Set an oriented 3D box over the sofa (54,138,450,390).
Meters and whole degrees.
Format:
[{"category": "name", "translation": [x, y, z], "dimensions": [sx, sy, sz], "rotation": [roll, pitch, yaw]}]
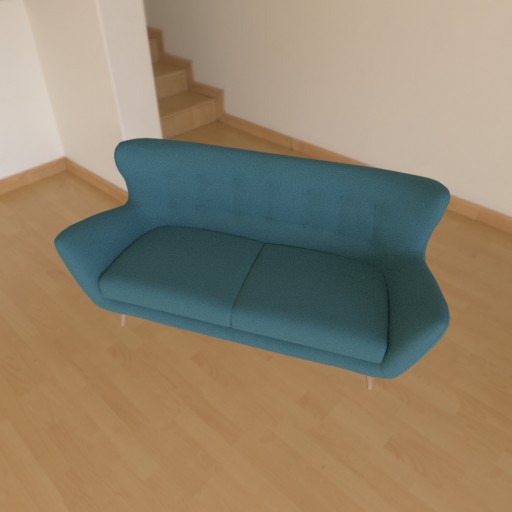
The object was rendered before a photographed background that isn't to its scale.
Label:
[{"category": "sofa", "translation": [0.000, 0.000, 2.440], "dimensions": [1.930, 0.890, 0.889], "rotation": [11, 40, 14]}]
